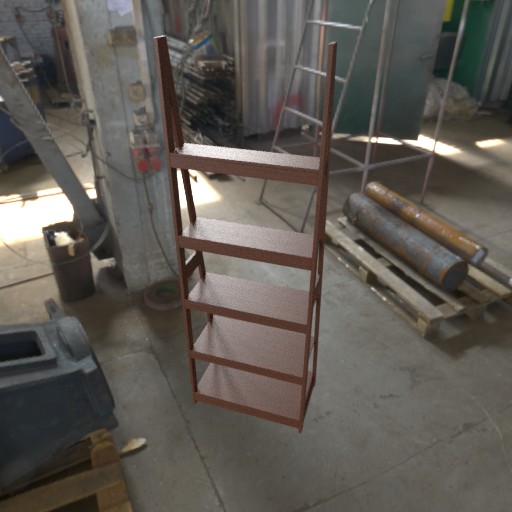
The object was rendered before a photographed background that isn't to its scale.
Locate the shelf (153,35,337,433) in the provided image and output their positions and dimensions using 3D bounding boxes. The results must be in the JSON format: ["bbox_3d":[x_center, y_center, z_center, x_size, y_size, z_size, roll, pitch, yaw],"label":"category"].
[{"bbox_3d":[0.000,0.000,1.977,0.600,1.770,0.350,10,33,16],"label":"shelf"}]
